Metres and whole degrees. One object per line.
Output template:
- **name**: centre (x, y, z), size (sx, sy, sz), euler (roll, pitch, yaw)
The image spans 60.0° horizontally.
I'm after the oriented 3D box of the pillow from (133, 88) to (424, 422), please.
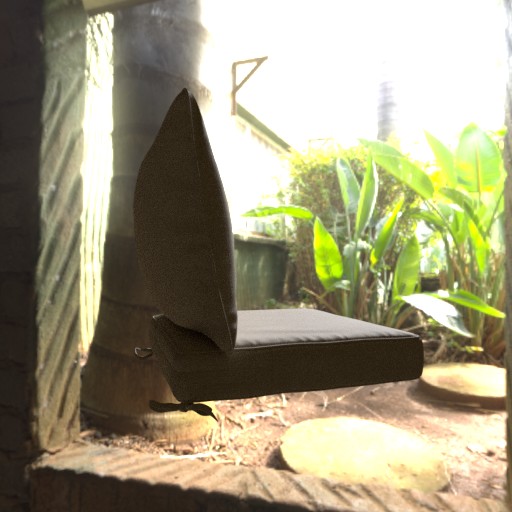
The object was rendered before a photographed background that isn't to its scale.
- **pillow**: centre (0.000, 0.000, 1.374), size (0.733, 0.716, 0.798), euler (0, 0, -18)
